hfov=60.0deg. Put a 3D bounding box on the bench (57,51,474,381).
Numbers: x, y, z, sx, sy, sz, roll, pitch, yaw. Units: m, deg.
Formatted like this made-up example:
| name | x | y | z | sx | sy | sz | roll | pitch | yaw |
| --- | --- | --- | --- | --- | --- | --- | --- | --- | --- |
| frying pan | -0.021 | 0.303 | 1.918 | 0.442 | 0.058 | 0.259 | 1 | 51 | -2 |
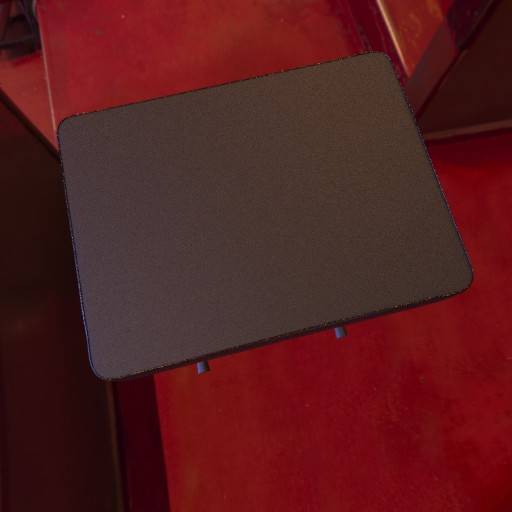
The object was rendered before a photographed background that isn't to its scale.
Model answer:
| name | x | y | z | sx | sy | sz | roll | pitch | yaw |
| --- | --- | --- | --- | --- | --- | --- | --- | --- | --- |
| bench | 0.000 | 0.000 | 0.748 | 0.424 | 0.500 | 0.321 | -13 | 75 | -4 |
